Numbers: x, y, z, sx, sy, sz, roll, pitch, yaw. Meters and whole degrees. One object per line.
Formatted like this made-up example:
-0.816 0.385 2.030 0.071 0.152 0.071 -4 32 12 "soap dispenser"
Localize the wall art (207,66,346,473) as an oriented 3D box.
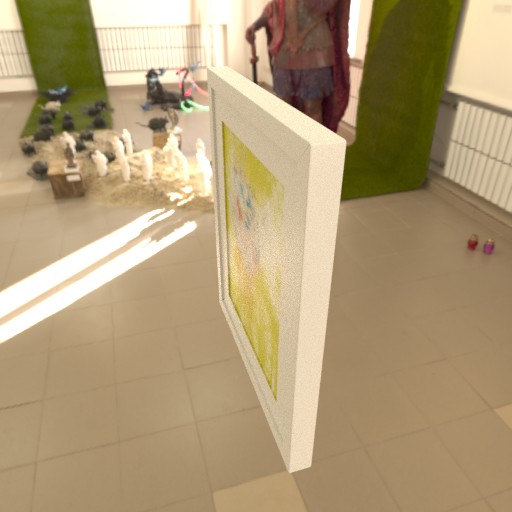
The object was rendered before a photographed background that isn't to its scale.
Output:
0.000 0.000 0.539 0.028 0.381 0.331 -10 33 -15 "wall art"
